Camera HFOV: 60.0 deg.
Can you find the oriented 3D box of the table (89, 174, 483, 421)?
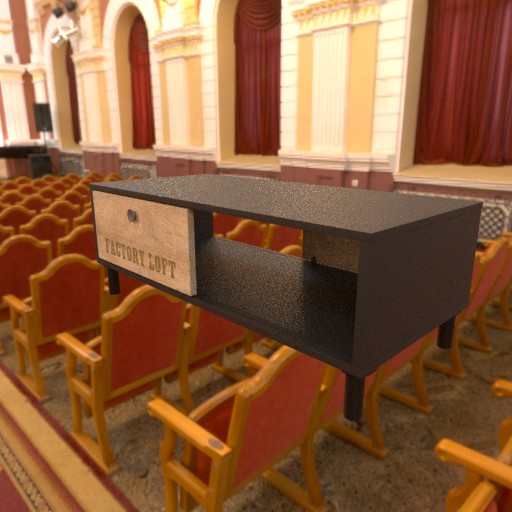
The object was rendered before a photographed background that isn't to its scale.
[{"bbox_3d":[0.000,0.000,1.371,0.550,0.400,1.100,-15,21,-42],"label":"table"}]
